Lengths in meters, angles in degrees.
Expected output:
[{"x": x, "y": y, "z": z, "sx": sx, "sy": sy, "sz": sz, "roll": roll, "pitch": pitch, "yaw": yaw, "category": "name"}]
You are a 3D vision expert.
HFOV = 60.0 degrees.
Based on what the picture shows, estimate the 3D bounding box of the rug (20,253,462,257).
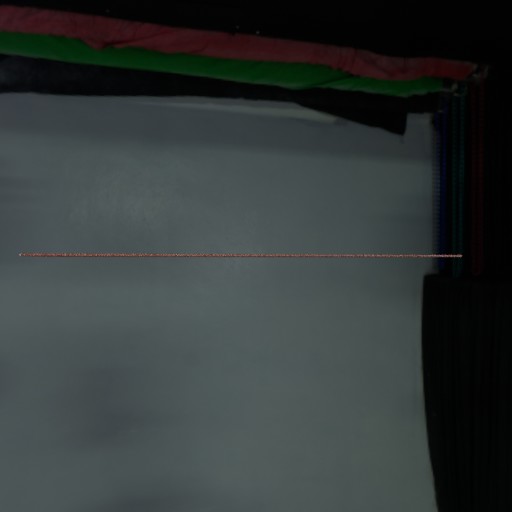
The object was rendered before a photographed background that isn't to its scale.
[{"x": 0.000, "y": 0.000, "z": 2.532, "sx": 2.307, "sy": 0.012, "sz": 0.687, "roll": 0, "pitch": 0, "yaw": -18, "category": "rug"}]
